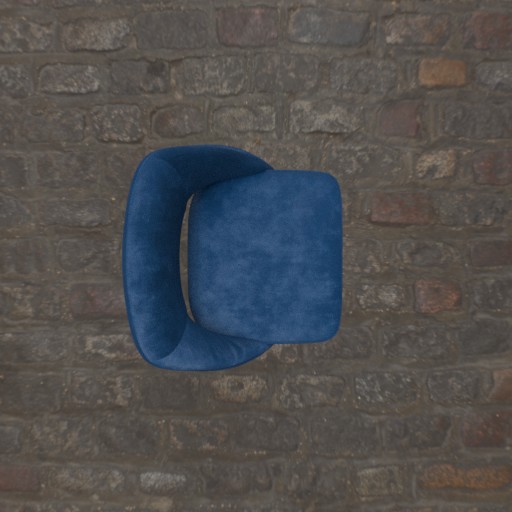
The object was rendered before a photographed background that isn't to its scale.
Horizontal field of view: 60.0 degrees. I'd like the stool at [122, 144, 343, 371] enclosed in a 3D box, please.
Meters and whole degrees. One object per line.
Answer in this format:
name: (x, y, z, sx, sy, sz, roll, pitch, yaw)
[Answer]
stool: (0.000, 0.000, 1.325, 0.515, 1.016, 0.514, 0, 91, 0)
